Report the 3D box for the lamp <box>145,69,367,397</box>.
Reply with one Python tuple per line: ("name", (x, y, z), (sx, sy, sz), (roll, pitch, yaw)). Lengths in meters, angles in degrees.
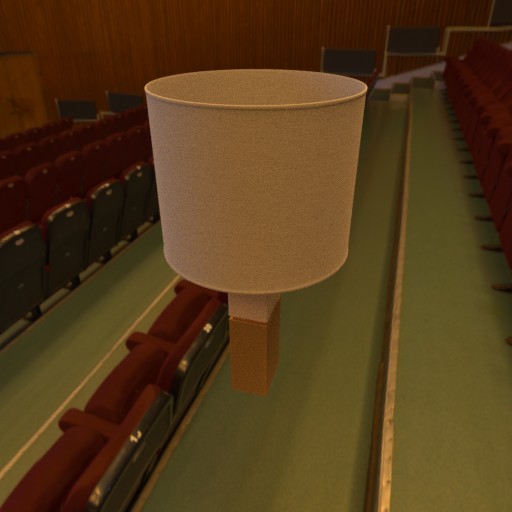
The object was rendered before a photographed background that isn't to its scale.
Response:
("lamp", (0.000, 0.000, 0.569), (0.229, 0.417, 0.229), (9, 31, 15))
